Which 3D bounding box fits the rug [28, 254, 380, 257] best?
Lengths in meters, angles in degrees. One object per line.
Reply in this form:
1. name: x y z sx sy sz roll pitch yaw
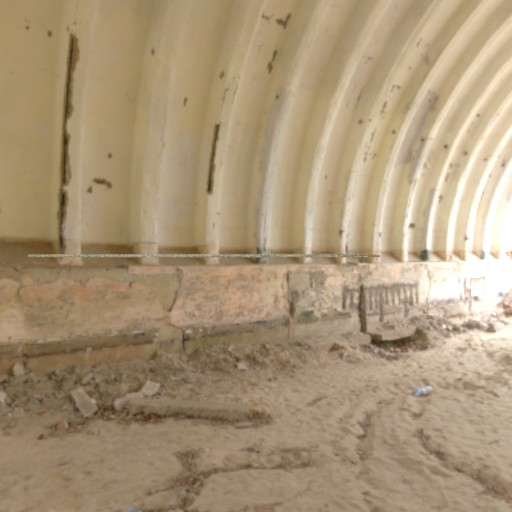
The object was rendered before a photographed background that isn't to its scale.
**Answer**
1. rug: 0.000 0.000 2.931 1.547 0.013 2.283 0 0 17
